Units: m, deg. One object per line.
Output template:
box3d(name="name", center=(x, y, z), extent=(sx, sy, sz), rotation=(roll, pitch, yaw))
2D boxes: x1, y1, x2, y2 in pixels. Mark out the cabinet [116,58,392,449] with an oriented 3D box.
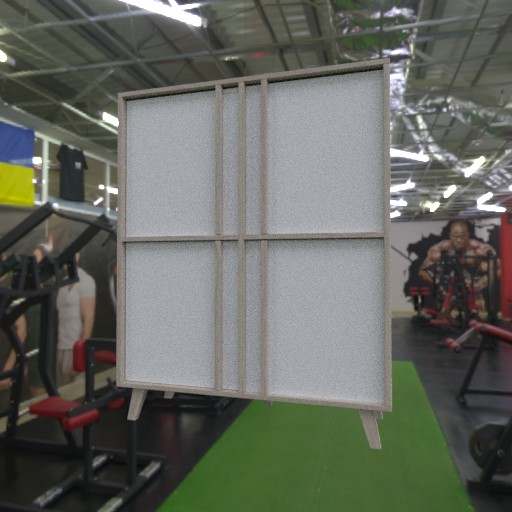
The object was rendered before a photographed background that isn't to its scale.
box3d(name="cabinet", center=(0.000, 0.000, 1.906), extent=(1.111, 1.388, 0.398), rotation=(0, -1, 17))
